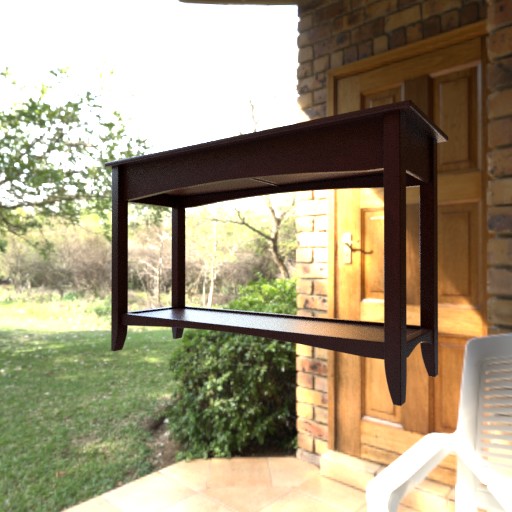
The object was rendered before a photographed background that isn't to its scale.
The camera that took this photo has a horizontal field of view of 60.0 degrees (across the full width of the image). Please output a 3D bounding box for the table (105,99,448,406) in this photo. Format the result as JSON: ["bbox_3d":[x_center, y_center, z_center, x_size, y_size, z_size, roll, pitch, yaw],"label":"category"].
[{"bbox_3d":[0.000,0.000,1.557,1.188,0.739,0.392,0,-1,36],"label":"table"}]
